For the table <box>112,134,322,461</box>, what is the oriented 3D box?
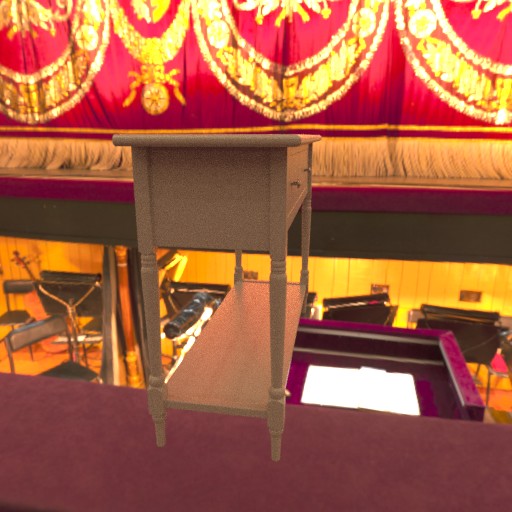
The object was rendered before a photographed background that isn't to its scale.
[{"bbox_3d":[0.000,0.000,1.536,0.384,0.808,1.197,3,15,10],"label":"table"}]
